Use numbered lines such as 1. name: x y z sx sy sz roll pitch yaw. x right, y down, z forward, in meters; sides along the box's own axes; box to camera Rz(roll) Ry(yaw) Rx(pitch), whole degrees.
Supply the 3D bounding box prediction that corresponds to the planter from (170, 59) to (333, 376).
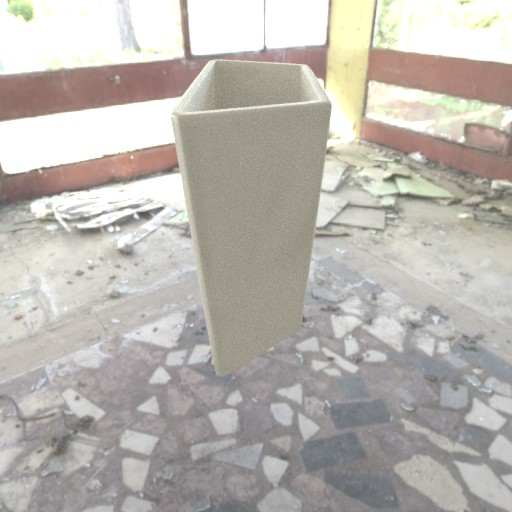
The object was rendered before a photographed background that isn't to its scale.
1. planter: 0.000 0.000 0.263 0.060 0.197 0.150 0 31 0
